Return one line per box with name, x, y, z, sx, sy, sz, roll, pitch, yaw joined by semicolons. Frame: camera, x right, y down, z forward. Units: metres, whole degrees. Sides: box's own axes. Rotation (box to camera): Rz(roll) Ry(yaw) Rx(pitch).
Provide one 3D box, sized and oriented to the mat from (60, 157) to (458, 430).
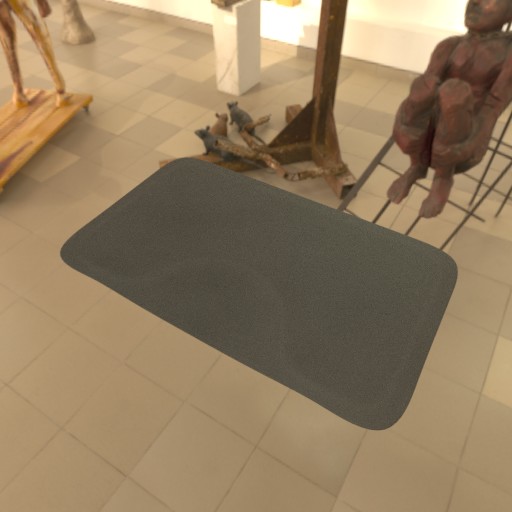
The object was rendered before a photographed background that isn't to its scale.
mat;0.000;0.000;1.874;1.524;0.013;0.918;24;51;21
